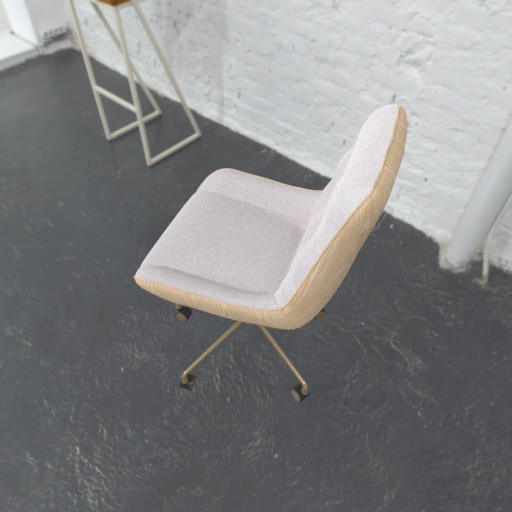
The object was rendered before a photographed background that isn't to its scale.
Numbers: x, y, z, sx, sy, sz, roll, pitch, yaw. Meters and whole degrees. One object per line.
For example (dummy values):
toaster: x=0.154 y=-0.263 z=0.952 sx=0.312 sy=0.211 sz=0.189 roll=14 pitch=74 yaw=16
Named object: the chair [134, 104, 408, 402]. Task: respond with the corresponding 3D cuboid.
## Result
chair: x=0.000 y=0.000 z=1.345 sx=0.668 sy=0.952 sz=0.564 roll=16 pitch=49 yaw=14
